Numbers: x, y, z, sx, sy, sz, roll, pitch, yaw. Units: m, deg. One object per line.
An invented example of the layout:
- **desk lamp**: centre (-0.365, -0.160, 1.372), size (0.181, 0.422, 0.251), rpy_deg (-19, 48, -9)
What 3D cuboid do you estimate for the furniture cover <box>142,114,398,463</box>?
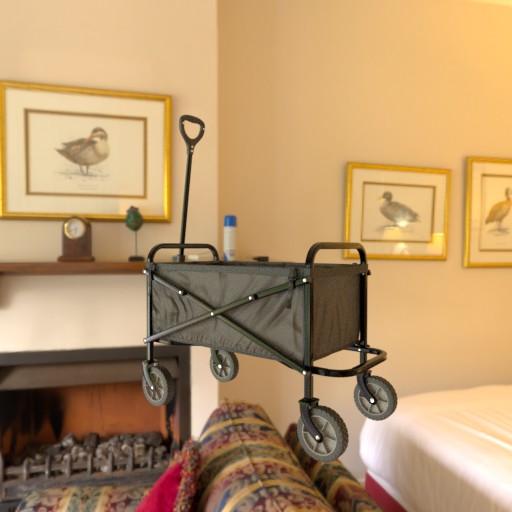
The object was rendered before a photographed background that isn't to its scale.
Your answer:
- **furniture cover**: centre (0.000, 0.000, 1.851), size (1.038, 1.295, 0.532), rpy_deg (1, 1, 38)
